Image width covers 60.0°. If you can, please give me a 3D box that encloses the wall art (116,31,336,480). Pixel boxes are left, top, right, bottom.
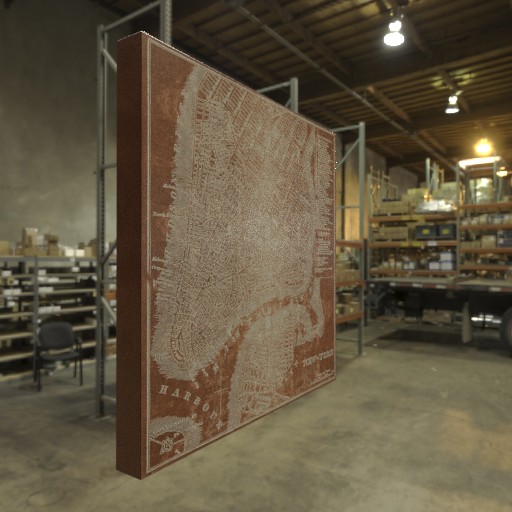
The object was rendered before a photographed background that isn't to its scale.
[{"bbox_3d":[0.000,0.000,0.570,0.035,0.403,0.403,0,0,35],"label":"wall art"}]
